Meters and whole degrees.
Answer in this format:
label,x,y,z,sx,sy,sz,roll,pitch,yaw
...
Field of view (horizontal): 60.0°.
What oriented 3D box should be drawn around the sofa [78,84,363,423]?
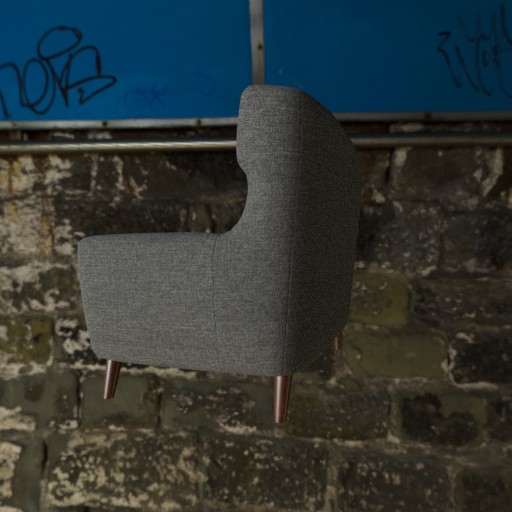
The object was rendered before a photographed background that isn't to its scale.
label,x,y,z,sx,sy,sz,roll,pitch,yaw
sofa,0.000,0.000,1.997,0.874,1.028,1.358,0,1,20
